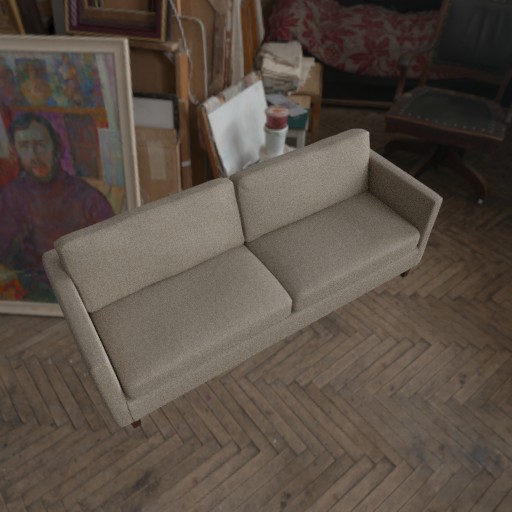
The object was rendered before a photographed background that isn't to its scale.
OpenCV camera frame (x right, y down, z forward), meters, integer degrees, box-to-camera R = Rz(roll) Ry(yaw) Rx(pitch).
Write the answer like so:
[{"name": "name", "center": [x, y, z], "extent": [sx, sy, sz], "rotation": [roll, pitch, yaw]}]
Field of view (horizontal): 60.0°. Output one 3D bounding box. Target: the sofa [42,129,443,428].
[{"name": "sofa", "center": [0.000, 0.000, 2.966], "extent": [2.434, 0.965, 0.951], "rotation": [-25, 51, -22]}]
